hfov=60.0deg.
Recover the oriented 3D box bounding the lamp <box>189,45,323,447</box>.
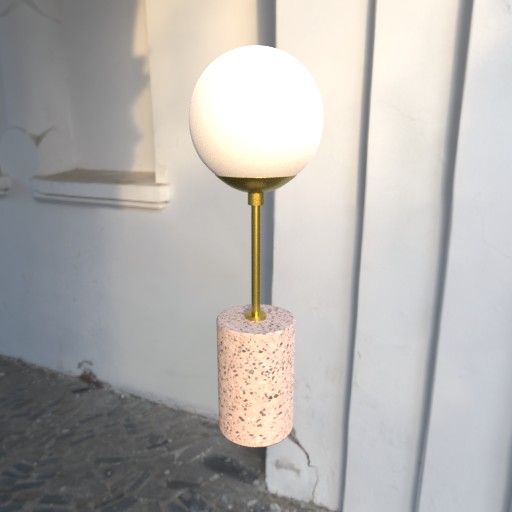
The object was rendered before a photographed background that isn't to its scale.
[{"bbox_3d":[0.000,0.000,0.553,0.153,0.480,0.153,0,15,0],"label":"lamp"}]
